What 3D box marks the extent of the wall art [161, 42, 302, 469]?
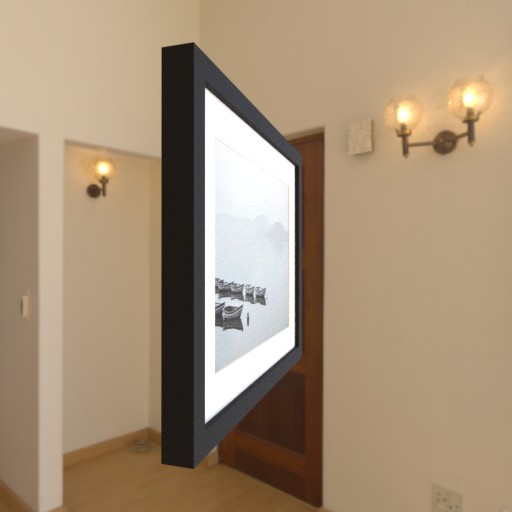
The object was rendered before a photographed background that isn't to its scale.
[{"bbox_3d":[0.000,0.000,0.530,0.028,0.325,0.397,0,0,18],"label":"wall art"}]
